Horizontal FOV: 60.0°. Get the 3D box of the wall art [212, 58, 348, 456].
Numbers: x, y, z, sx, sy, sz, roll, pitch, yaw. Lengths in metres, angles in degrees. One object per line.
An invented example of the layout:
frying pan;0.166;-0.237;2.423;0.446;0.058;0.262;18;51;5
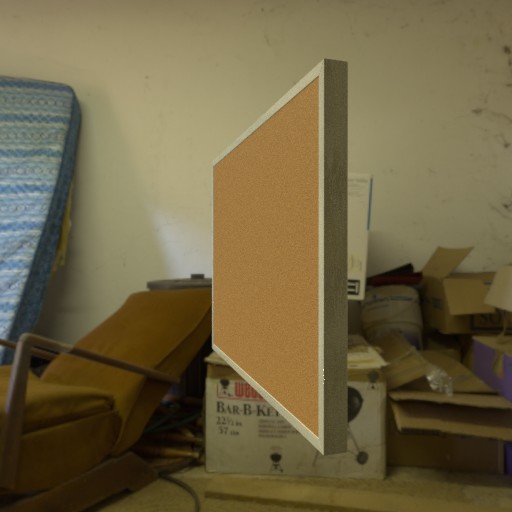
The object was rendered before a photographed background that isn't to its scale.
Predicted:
wall art;0.000;0.000;1.381;0.053;0.787;1.041;0;0;-18
